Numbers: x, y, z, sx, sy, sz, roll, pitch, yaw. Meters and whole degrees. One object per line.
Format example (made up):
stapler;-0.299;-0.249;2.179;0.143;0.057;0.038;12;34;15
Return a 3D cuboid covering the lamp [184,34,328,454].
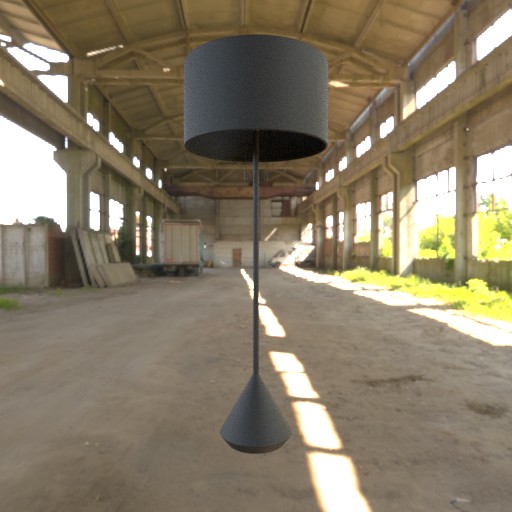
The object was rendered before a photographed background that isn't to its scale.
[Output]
lamp;0.000;0.000;1.814;0.580;1.526;0.580;-1;1;-36
